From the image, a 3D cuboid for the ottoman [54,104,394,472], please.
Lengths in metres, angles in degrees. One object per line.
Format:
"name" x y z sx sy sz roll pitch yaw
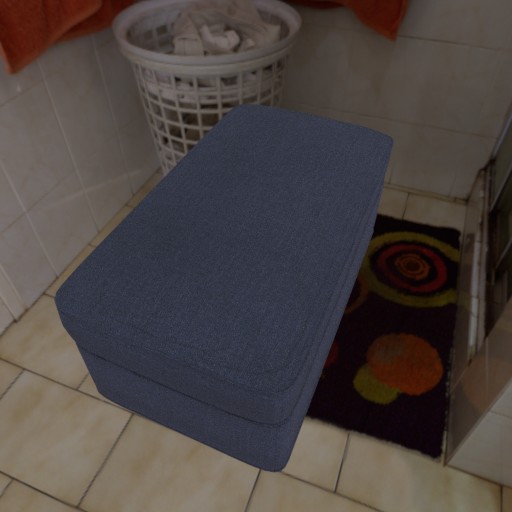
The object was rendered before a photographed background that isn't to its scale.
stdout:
"ottoman" 0.000 0.000 1.178 0.505 0.453 0.895 17 49 16
